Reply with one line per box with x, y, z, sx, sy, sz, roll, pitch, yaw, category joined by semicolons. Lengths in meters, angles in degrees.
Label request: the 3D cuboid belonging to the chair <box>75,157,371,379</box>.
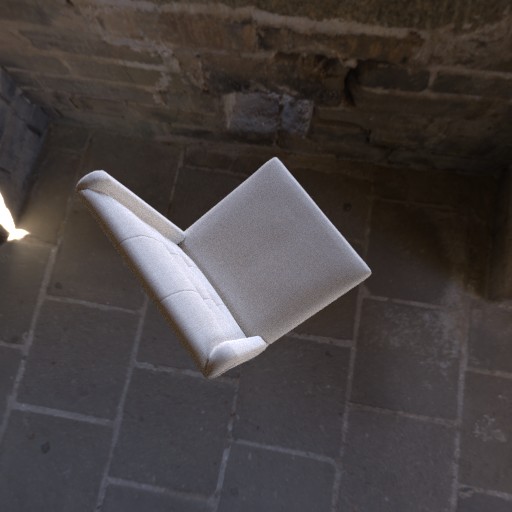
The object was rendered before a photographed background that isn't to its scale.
0.000;0.000;1.257;0.523;0.961;0.474;-36;79;-8;chair
